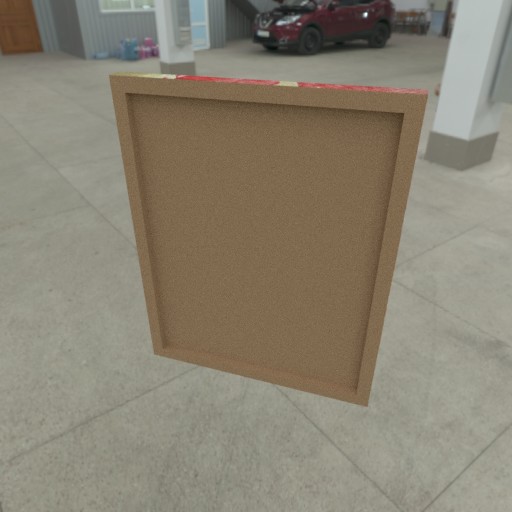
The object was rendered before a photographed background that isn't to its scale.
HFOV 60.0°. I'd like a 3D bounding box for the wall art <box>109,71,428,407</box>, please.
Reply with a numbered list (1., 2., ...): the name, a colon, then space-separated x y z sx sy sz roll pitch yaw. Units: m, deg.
1. wall art: 0.000 0.000 0.683 0.406 0.508 0.028 10 33 15
